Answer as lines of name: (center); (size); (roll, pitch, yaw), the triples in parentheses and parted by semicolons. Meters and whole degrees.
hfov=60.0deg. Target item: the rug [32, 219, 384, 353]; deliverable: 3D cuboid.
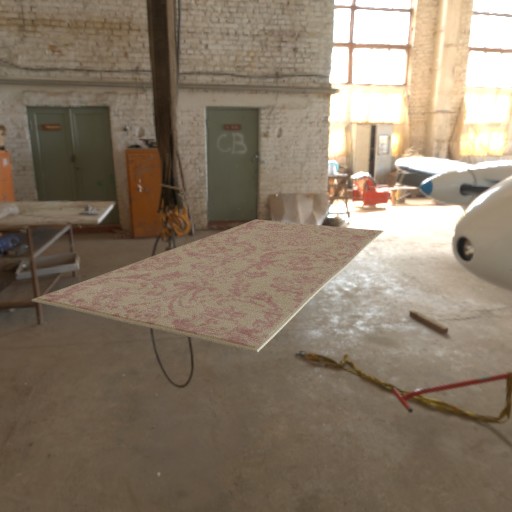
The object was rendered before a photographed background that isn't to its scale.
rug: (0.000, 0.000, 1.463); (0.604, 0.007, 1.219); (7, 16, 25)
